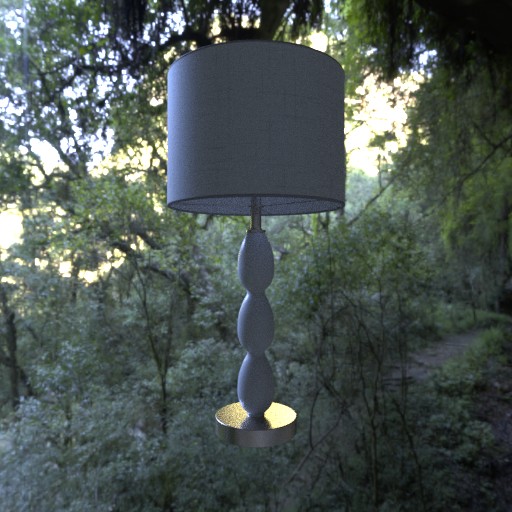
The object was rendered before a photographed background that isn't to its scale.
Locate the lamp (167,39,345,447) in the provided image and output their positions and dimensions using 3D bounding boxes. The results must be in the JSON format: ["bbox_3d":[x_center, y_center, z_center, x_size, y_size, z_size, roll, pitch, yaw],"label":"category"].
[{"bbox_3d":[0.000,0.000,0.711,0.280,0.559,0.282,0,0,-18],"label":"lamp"}]
